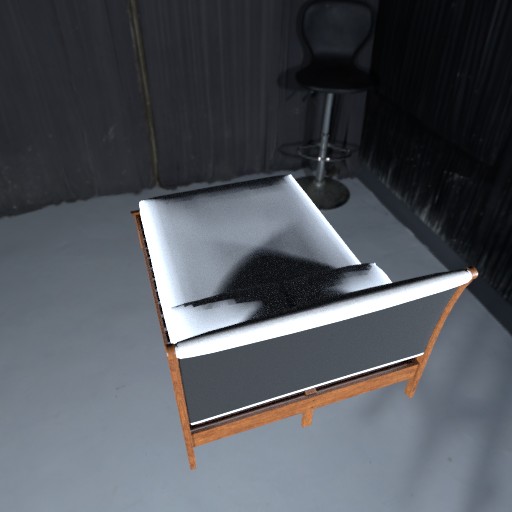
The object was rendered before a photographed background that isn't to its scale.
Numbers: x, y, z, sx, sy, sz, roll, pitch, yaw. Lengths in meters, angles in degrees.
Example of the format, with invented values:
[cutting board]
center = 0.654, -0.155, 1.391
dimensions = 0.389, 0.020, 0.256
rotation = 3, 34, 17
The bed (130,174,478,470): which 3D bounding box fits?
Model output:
[bed]
center = 0.000, 0.000, 3.245
dimensions = 1.612, 1.250, 2.380
rotation = -12, 42, -14
